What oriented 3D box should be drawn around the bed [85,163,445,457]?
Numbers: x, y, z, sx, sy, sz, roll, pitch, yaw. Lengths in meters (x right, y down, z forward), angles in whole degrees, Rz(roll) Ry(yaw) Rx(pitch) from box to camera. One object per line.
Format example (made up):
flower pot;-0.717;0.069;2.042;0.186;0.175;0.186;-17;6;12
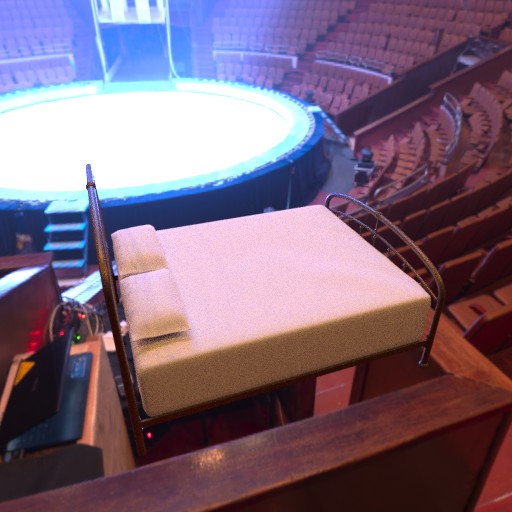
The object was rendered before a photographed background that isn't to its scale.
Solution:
bed;0.000;0.000;3.332;2.168;1.475;1.711;-11;33;-17
